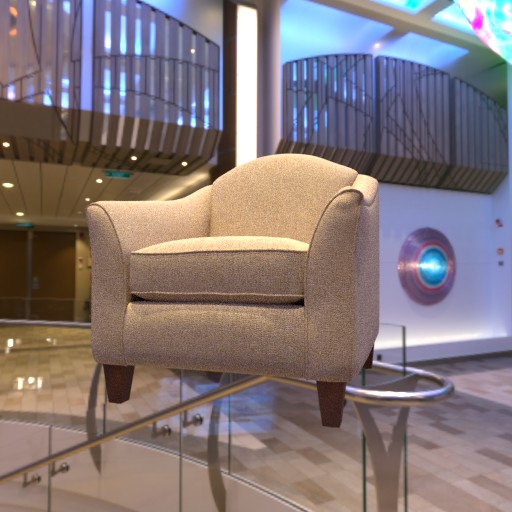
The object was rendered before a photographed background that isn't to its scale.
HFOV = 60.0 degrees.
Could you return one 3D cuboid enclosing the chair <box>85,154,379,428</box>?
[{"bbox_3d":[0.000,0.000,1.469,0.763,0.839,0.787,-1,-2,18],"label":"chair"}]
